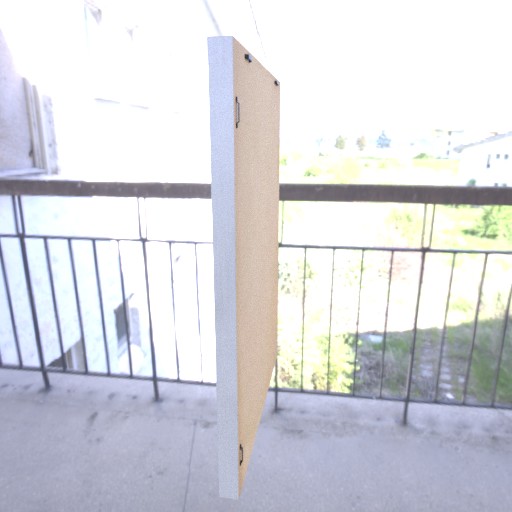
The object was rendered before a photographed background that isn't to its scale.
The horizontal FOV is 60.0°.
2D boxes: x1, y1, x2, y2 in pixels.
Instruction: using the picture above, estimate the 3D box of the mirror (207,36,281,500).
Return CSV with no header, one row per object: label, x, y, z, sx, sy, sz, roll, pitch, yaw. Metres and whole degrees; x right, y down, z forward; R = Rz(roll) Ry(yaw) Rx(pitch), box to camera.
mirror,0.000,0.000,0.893,0.039,0.710,0.507,3,15,9
